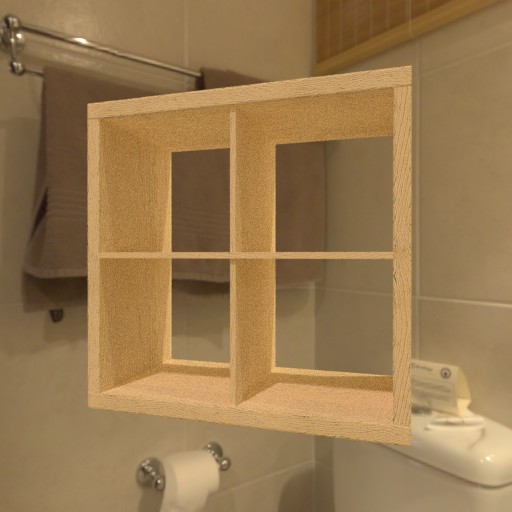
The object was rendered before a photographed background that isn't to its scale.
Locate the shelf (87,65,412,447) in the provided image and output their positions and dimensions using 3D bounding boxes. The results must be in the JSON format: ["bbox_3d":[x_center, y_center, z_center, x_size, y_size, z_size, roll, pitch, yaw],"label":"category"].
[{"bbox_3d":[0.000,0.000,1.216,0.790,0.786,0.390,0,0,17],"label":"shelf"}]
